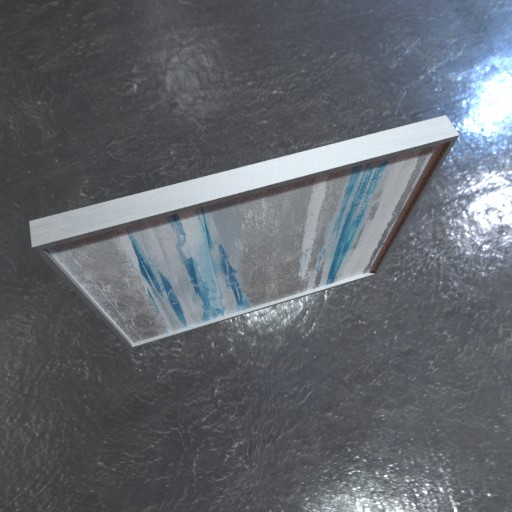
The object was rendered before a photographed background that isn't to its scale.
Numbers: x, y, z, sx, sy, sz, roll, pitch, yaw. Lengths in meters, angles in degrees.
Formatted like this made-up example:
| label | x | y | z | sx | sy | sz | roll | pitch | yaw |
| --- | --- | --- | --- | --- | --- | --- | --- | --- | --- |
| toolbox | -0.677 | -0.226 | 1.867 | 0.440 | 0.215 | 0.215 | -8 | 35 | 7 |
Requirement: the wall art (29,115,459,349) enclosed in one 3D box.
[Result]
| label | x | y | z | sx | sy | sz | roll | pitch | yaw |
| --- | --- | --- | --- | --- | --- | --- | --- | --- | --- |
| wall art | 0.000 | 0.000 | 0.761 | 0.557 | 0.450 | 0.037 | -16 | 64 | -8 |
